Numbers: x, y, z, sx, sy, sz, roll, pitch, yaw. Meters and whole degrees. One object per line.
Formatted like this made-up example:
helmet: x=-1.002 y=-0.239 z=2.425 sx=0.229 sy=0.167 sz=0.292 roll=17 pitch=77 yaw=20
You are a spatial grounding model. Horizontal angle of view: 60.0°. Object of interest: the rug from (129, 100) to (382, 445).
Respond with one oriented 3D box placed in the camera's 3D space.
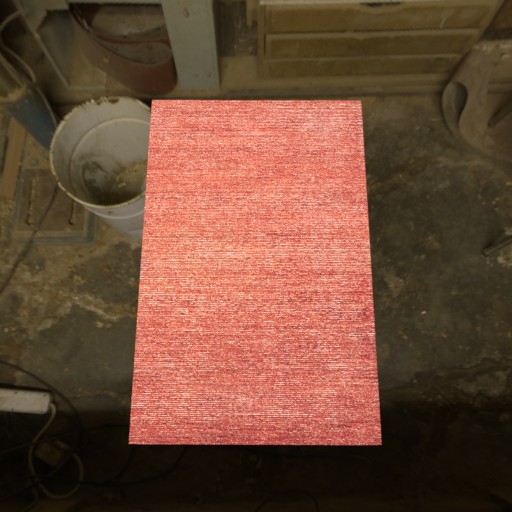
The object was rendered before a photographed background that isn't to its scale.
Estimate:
rug: x=0.000 y=0.000 z=2.203 sx=1.139 sy=0.011 sz=1.747 roll=0 pitch=76 yaw=0
